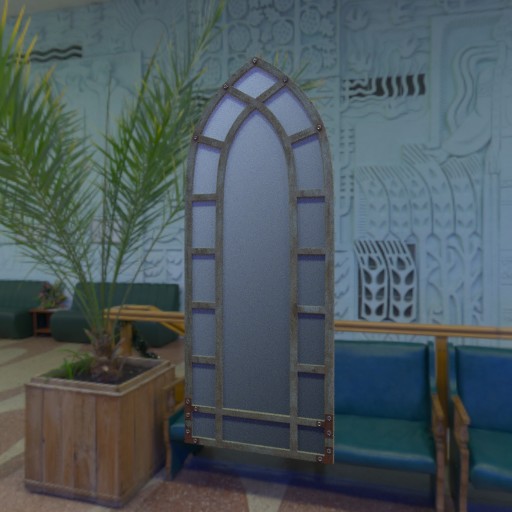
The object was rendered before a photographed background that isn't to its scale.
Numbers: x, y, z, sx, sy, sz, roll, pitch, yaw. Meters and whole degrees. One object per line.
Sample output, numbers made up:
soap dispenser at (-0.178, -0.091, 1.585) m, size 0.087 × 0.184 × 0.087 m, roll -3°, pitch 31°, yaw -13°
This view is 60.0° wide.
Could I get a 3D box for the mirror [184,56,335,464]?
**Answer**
mirror at (0.000, 0.000, 1.320) m, size 0.464 × 1.175 × 0.025 m, roll 0°, pitch 1°, yaw 18°
